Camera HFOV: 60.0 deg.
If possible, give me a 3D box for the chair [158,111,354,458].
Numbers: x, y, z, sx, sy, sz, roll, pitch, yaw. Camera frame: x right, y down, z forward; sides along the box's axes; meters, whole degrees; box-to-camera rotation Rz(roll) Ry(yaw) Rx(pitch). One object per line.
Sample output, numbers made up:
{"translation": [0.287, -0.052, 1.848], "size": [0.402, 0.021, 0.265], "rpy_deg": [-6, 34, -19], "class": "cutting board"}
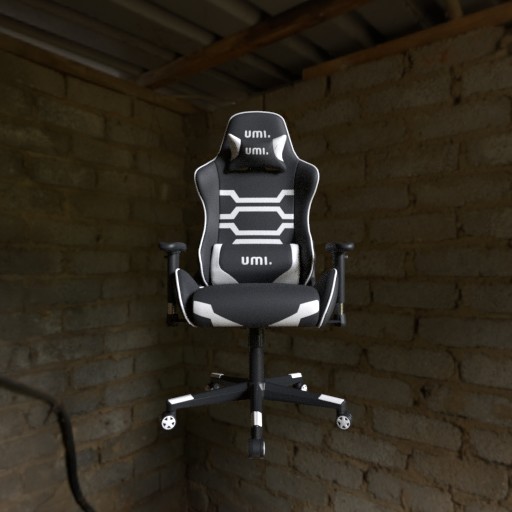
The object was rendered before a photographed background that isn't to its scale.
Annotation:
{"translation": [0.000, 0.000, 1.679], "size": [0.700, 1.240, 0.700], "rpy_deg": [0, -1, 0], "class": "chair"}
